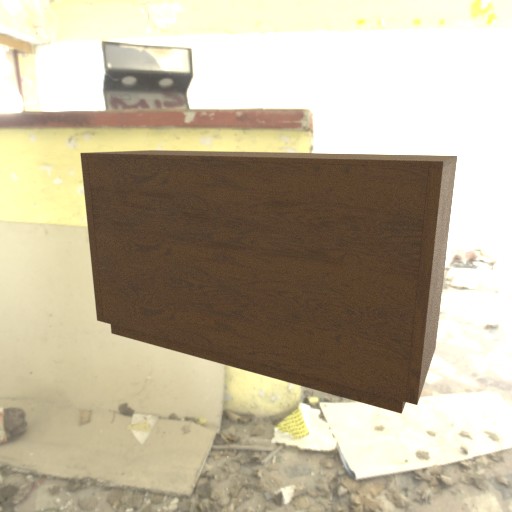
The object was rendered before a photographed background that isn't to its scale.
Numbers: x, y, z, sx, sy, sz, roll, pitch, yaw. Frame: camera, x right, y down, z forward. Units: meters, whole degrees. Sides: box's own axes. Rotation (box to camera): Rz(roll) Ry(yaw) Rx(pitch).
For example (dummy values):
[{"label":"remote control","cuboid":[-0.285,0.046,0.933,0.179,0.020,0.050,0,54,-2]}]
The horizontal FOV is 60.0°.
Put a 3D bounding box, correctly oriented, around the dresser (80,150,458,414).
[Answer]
[{"label":"dresser","cuboid":[0.000,0.000,1.980,1.523,0.889,0.512,8,17,27]}]
